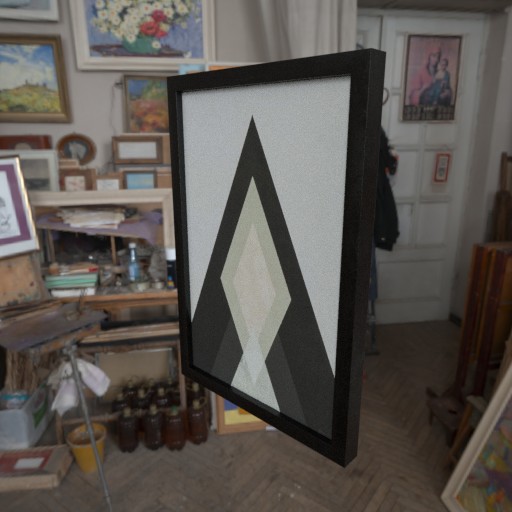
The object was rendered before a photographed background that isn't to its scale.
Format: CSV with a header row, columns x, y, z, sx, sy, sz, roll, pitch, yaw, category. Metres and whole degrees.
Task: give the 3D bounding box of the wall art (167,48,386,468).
x,y,z,sx,sy,sz,roll,pitch,yaw,category
0.000,0.000,0.577,0.313,0.457,0.031,14,21,41,wall art
